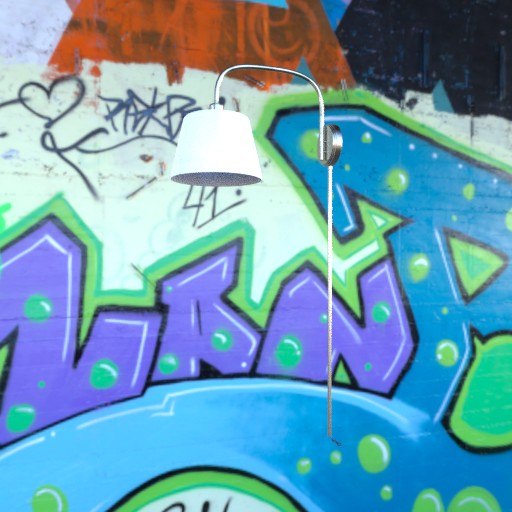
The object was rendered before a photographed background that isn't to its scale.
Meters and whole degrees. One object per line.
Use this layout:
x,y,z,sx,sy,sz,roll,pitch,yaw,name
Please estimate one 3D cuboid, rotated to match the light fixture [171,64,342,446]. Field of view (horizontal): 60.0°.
0.000,0.000,0.464,0.176,0.399,0.092,0,1,-17,light fixture
